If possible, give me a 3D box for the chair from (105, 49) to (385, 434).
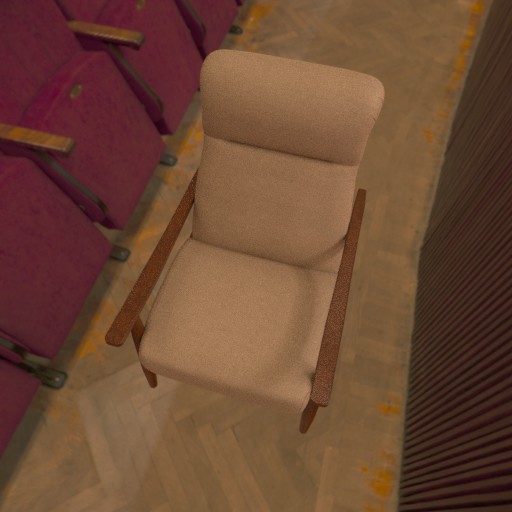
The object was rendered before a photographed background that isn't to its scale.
[{"bbox_3d":[0.000,0.000,1.750,0.762,1.082,1.030,14,59,8],"label":"chair"}]
